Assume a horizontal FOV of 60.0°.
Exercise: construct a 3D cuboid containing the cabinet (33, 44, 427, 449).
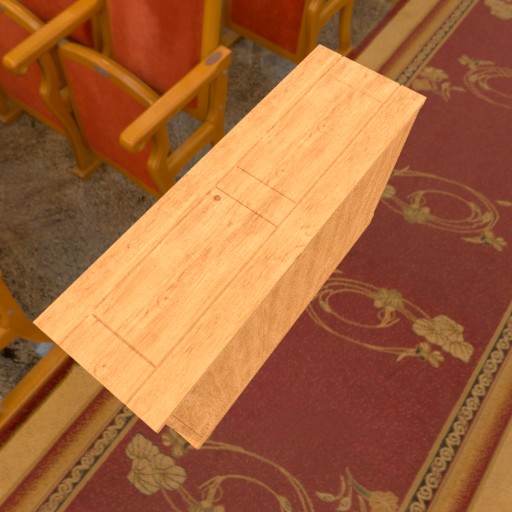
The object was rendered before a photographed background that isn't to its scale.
[{"bbox_3d":[0.000,0.000,1.675,0.432,0.810,1.321,34,68,16],"label":"cabinet"}]
